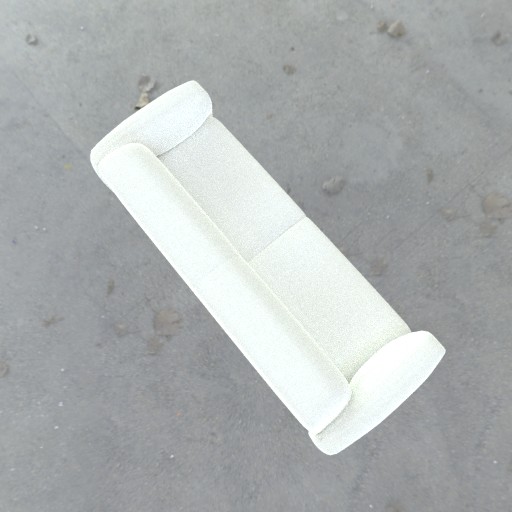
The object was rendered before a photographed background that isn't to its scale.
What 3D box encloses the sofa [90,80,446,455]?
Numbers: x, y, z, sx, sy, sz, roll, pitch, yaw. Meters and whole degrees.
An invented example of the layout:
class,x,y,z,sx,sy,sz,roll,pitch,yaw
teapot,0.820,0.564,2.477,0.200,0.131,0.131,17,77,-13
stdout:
class,x,y,z,sx,sy,sz,roll,pitch,yaw
sofa,0.000,0.000,2.694,0.870,0.780,2.280,-39,78,-10
